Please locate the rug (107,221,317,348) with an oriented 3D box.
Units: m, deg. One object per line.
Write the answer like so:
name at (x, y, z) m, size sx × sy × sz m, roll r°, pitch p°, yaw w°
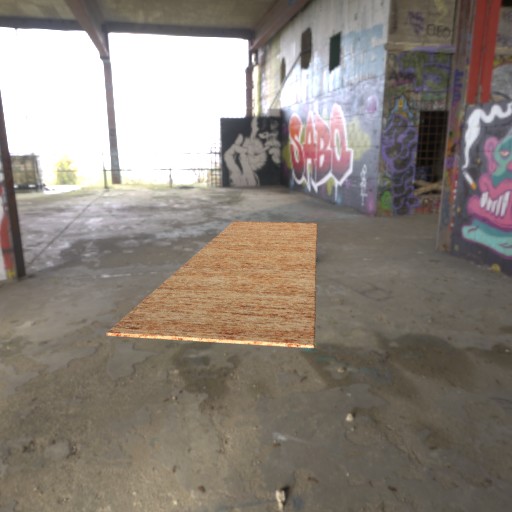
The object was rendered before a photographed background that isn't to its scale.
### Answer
rug at (0.000, 0.000, 2.482) m, size 0.680 × 0.014 × 2.237 m, roll 2°, pitch 14°, yaw 8°
